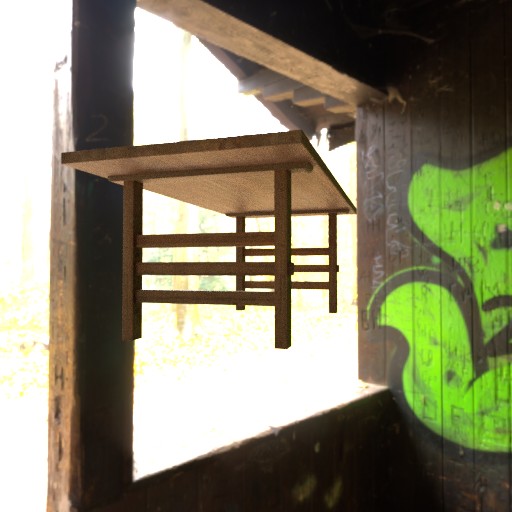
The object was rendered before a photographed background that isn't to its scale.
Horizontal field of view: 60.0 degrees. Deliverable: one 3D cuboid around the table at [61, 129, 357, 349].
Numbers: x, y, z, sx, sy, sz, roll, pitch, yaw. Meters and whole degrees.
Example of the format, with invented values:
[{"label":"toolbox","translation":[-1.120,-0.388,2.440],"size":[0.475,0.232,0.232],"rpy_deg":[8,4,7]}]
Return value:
[{"label":"table","translation":[0.000,0.000,2.519],"size":[0.952,0.760,2.003],"rpy_deg":[-1,-2,18]}]
